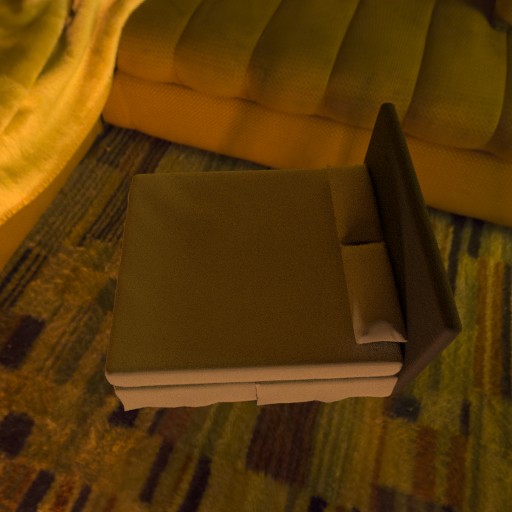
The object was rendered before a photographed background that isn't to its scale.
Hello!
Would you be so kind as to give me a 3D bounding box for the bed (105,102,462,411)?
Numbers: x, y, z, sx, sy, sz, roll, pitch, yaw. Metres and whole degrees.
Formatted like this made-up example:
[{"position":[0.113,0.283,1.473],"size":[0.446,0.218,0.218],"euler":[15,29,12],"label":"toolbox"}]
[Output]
[{"position":[0.000,0.000,3.320],"size":[2.142,1.330,1.884],"euler":[-2,58,-1],"label":"bed"}]
